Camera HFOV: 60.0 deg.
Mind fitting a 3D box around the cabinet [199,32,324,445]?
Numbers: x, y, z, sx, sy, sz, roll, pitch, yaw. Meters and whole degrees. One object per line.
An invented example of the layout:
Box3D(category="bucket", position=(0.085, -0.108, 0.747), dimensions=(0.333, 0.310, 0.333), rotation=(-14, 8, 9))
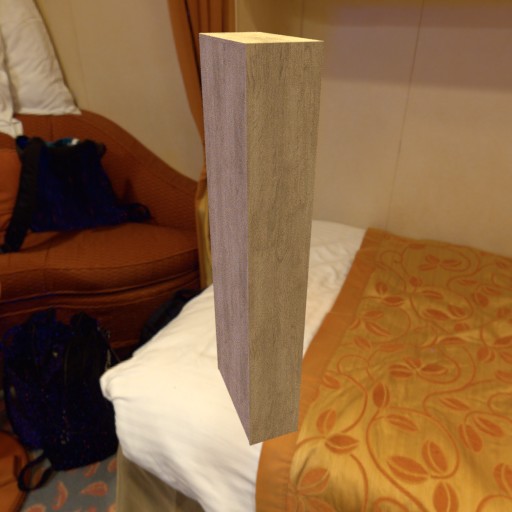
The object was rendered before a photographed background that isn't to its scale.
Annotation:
Box3D(category="cabinet", position=(0.000, 0.000, 1.834), dimensions=(0.250, 1.630, 0.520), rotation=(-10, 31, -18))
